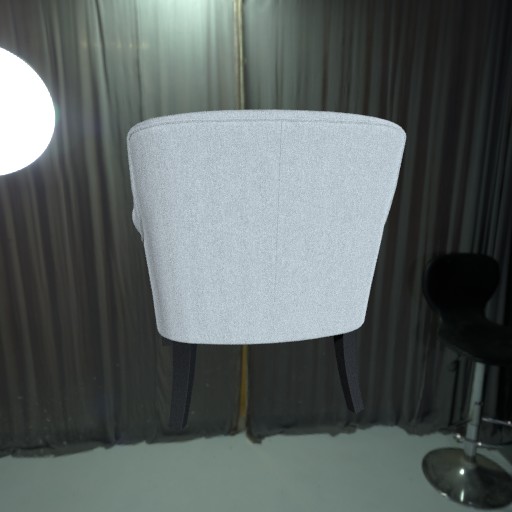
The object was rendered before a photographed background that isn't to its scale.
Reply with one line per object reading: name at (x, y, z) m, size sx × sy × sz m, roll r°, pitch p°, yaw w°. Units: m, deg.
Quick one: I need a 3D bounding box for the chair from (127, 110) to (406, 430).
chair at (0.000, 0.000, 1.480) m, size 0.781 × 0.875 × 0.750 m, roll -2°, pitch 14°, yaw -9°
